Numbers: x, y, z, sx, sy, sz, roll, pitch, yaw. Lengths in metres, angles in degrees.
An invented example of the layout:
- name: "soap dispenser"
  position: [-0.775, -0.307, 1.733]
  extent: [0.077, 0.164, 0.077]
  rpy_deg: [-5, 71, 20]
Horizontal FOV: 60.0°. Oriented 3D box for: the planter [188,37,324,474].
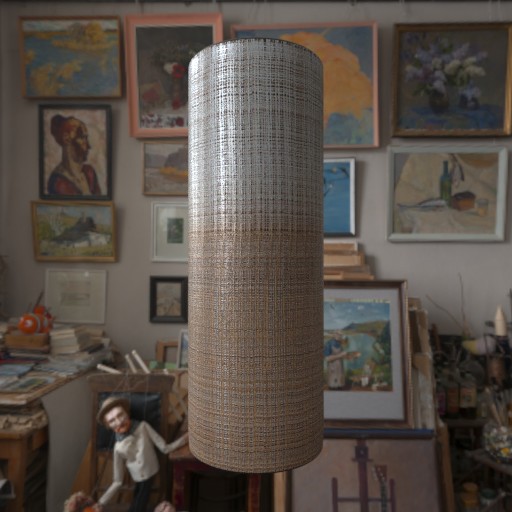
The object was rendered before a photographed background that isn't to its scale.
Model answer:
- name: "planter"
  position: [0.000, 0.000, 0.328]
  extent: [0.099, 0.278, 0.099]
  rpy_deg: [0, 0, -37]
